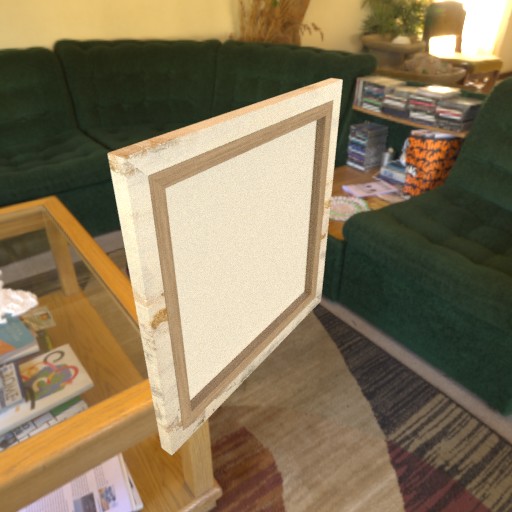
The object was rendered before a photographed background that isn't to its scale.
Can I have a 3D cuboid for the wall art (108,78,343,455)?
[{"bbox_3d":[0.000,0.000,1.149,0.038,0.755,0.753,21,38,30],"label":"wall art"}]
